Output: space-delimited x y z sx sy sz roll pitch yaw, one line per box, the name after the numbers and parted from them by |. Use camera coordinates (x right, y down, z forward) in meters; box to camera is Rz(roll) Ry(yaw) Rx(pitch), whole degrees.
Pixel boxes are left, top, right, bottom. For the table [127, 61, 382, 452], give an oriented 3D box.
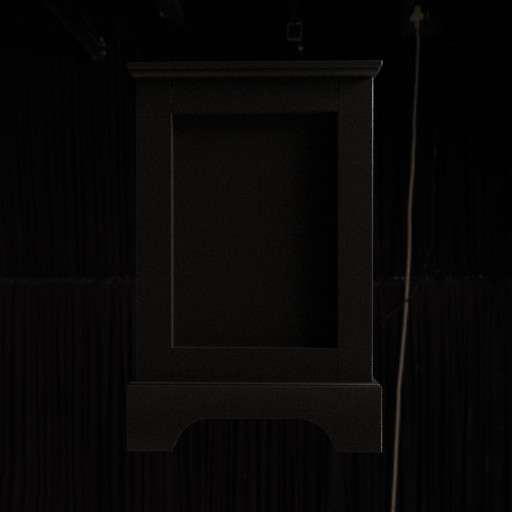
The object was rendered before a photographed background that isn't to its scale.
0.000 0.000 0.921 0.399 0.610 0.460 0 0 1 | table
